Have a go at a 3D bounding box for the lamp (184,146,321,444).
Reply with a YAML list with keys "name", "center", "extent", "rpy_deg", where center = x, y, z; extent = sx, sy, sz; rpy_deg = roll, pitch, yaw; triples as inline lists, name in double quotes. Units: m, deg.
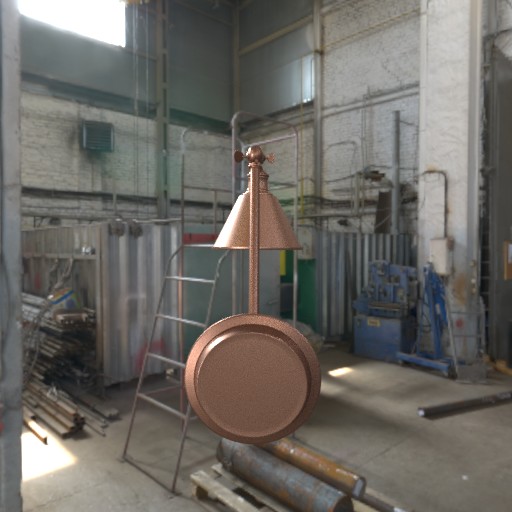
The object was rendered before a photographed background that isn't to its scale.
- name: "lamp"
  center: [0.000, 0.000, 0.884]
  extent: [0.223, 0.502, 0.624]
  rpy_deg: [0, 1, 1]
